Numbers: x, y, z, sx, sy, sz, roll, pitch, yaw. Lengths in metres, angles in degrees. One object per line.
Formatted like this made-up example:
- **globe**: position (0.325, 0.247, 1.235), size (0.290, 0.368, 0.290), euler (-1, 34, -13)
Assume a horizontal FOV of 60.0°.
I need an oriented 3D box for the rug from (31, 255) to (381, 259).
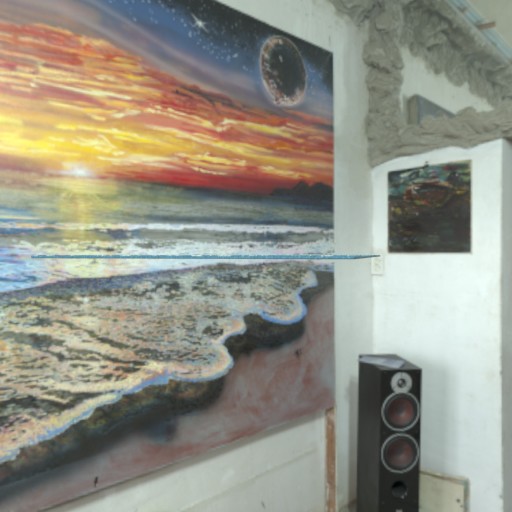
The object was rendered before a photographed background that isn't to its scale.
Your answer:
- **rug**: position (0.000, 0.000, 3.554), size (1.816, 0.018, 2.746), euler (0, 0, 18)
